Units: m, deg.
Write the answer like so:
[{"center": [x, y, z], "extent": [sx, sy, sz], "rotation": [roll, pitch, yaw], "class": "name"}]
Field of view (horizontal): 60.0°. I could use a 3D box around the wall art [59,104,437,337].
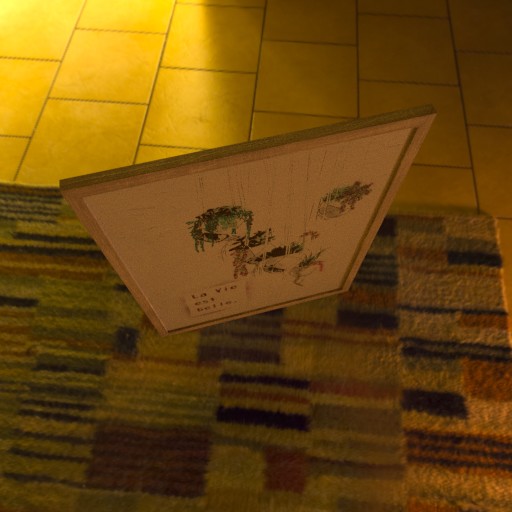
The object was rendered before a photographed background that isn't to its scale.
[{"center": [0.000, 0.000, 1.354], "extent": [0.781, 1.022, 0.035], "rotation": [-14, 65, -6], "class": "wall art"}]
